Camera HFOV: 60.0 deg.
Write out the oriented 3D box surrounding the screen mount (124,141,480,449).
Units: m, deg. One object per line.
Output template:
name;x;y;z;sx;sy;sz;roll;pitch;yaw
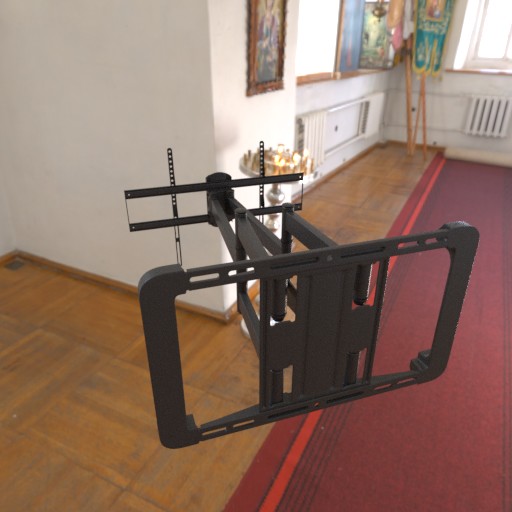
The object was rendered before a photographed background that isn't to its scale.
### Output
screen mount;0.000;0.000;1.337;0.725;0.483;0.905;-9;29;-16
